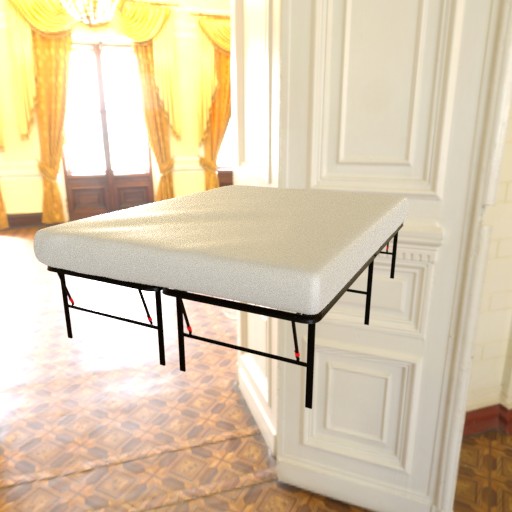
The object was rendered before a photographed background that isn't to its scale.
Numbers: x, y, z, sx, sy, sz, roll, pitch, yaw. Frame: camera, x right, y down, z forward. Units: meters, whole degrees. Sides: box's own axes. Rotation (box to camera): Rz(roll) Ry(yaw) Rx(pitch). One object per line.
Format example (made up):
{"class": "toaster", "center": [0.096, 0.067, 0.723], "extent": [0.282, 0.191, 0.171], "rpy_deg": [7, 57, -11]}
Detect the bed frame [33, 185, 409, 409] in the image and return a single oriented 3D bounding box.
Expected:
{"class": "bed frame", "center": [0.000, 0.000, 2.900], "extent": [1.584, 0.667, 2.151], "rpy_deg": [8, 18, 26]}
